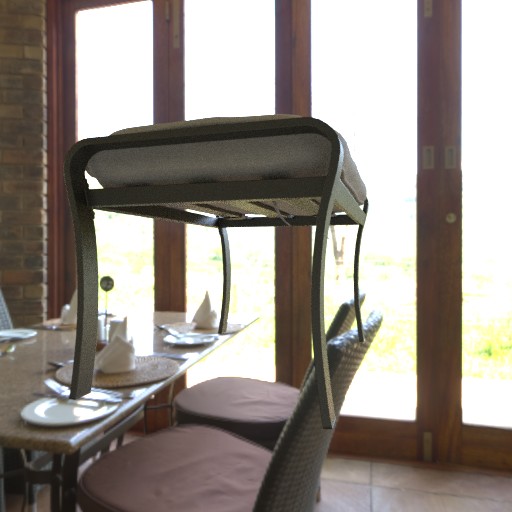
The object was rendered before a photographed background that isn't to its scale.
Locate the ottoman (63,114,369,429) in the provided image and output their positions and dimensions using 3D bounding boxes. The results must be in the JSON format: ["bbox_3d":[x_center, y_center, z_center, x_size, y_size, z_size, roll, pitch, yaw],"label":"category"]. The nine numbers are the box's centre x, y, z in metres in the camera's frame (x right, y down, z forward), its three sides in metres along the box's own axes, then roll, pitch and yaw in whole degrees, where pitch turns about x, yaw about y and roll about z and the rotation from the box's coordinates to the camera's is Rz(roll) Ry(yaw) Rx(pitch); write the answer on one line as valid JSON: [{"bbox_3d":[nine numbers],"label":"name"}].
[{"bbox_3d":[0.000,0.000,0.885,0.406,0.422,0.610,0,0,17],"label":"ottoman"}]
